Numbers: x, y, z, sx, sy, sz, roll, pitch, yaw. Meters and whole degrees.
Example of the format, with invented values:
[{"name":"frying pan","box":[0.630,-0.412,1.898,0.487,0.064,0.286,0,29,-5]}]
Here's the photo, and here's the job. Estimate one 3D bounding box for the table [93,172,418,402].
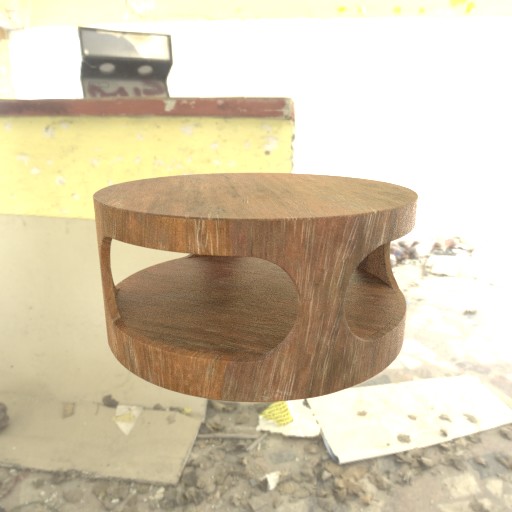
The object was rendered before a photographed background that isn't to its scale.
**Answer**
[{"name":"table","box":[0.000,0.000,1.472,0.974,0.450,0.974,0,16,0]}]
